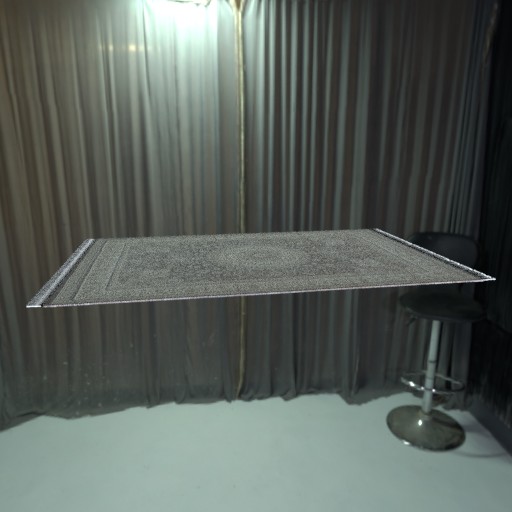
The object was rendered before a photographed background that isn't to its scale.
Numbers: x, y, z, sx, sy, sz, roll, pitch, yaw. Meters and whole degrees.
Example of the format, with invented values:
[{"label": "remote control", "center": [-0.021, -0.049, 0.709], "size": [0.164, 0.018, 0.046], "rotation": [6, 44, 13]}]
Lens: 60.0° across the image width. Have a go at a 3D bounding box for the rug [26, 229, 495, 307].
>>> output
[{"label": "rug", "center": [0.000, 0.000, 2.977], "size": [2.440, 0.010, 1.528], "rotation": [-3, 15, -10]}]
